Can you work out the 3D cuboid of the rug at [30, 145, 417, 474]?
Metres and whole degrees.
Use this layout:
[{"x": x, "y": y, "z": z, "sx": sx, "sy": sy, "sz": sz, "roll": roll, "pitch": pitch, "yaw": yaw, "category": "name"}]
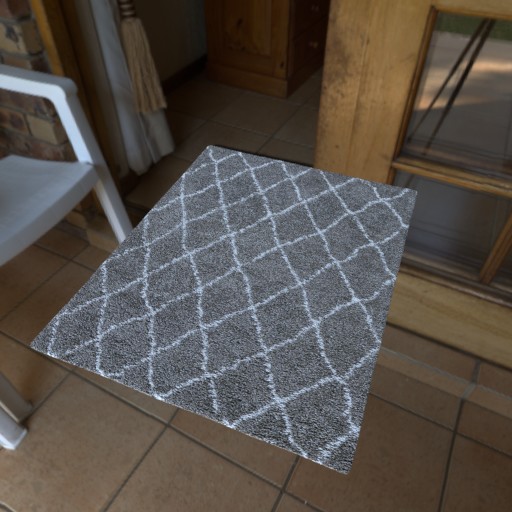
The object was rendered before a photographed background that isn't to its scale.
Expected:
[{"x": 0.000, "y": 0.000, "z": 3.986, "sx": 2.438, "sy": 0.029, "sz": 3.047, "roll": 16, "pitch": 47, "yaw": 15, "category": "rug"}]
